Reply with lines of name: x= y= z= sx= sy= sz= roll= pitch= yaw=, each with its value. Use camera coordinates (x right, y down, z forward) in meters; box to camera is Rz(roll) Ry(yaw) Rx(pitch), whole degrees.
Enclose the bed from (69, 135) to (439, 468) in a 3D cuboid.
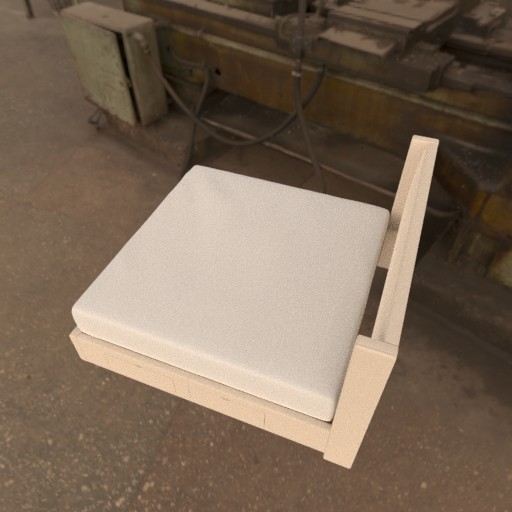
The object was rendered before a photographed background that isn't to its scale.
bed: x=0.000 y=0.000 z=3.620 sx=2.293 sy=1.471 sz=2.145 roll=16 pitch=47 yaw=15
